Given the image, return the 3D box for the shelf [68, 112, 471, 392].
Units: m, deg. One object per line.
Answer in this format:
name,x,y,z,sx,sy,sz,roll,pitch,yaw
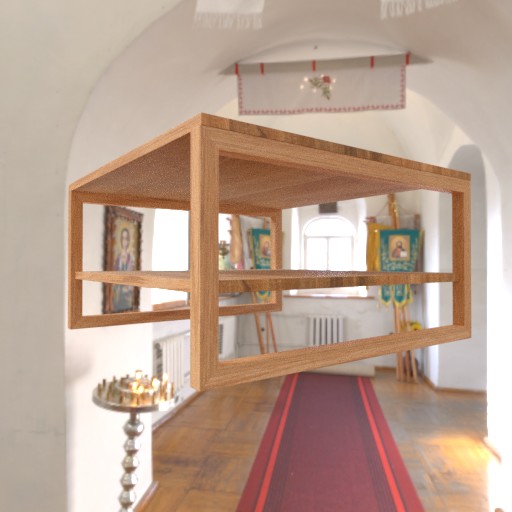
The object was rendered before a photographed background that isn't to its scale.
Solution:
shelf,0.000,0.000,1.388,0.899,0.480,0.899,1,-1,-36
